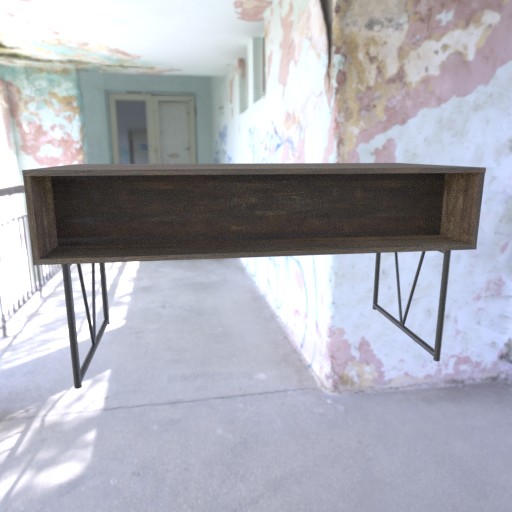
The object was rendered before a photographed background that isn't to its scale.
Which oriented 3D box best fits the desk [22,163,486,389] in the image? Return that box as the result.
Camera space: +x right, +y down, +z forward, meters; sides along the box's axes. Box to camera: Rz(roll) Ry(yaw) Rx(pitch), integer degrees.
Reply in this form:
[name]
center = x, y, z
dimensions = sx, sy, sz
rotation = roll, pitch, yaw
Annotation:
[desk]
center = 0.000, 0.000, 1.950
dimensions = 1.600, 0.780, 0.730
rotation = -2, 13, -9
